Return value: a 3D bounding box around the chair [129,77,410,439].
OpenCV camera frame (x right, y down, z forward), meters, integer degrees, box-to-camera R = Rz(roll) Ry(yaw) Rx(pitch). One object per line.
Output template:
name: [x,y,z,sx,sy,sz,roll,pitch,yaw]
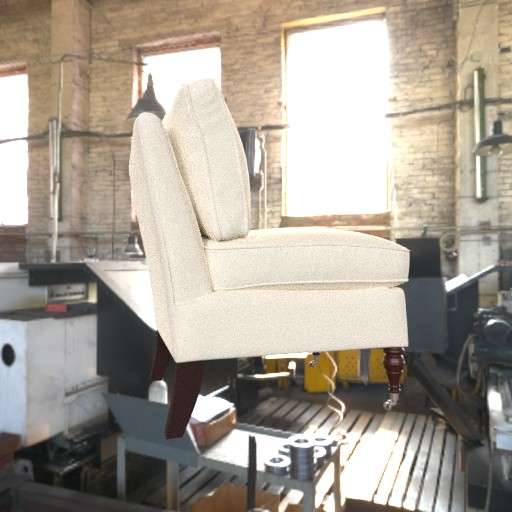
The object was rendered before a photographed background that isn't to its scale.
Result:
chair: [0.000,0.000,1.435,0.781,0.887,0.630,0,0,-17]
